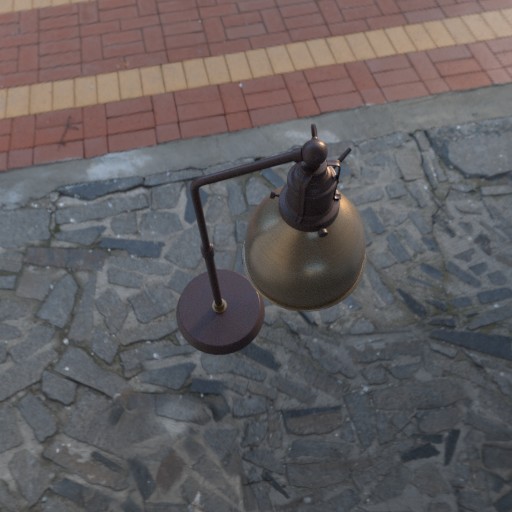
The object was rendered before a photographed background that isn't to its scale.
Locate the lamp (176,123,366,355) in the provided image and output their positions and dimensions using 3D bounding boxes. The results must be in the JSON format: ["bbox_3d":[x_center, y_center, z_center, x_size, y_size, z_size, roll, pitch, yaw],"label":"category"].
[{"bbox_3d":[0.000,0.000,0.618,0.298,0.469,0.175,4,64,2],"label":"lamp"}]
